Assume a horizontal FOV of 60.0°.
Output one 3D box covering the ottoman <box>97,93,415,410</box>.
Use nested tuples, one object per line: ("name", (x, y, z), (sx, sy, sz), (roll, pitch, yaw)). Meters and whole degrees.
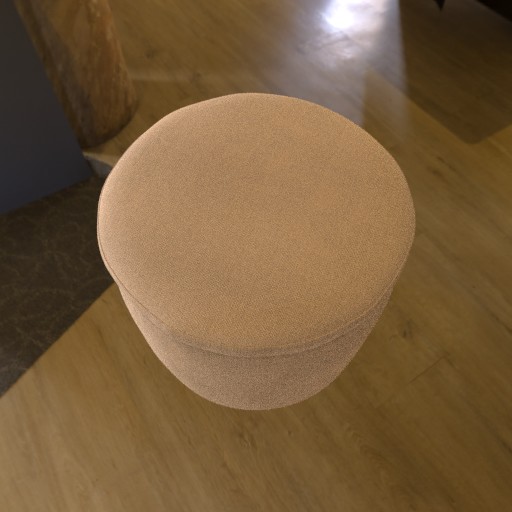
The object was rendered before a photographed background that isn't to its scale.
("ottoman", (0.000, 0.000, 0.841), (0.497, 0.409, 0.497), (0, 59, 0))
